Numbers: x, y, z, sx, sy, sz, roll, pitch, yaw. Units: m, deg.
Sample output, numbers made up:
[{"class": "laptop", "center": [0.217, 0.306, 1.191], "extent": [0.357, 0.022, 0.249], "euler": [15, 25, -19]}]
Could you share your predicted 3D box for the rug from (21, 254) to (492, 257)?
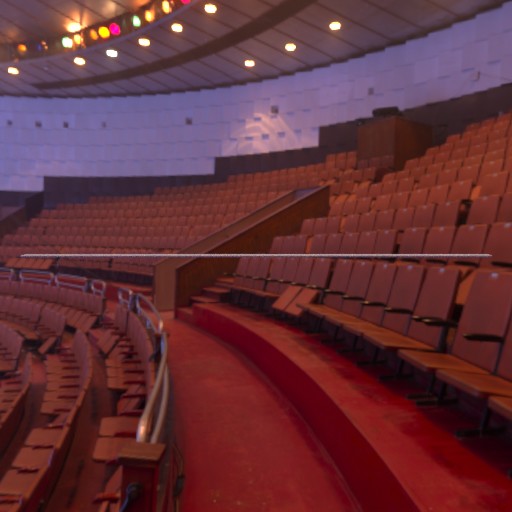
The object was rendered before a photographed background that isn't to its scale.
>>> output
[{"class": "rug", "center": [0.000, 0.000, 2.864], "extent": [2.205, 0.014, 1.589], "euler": [0, 0, -1]}]
